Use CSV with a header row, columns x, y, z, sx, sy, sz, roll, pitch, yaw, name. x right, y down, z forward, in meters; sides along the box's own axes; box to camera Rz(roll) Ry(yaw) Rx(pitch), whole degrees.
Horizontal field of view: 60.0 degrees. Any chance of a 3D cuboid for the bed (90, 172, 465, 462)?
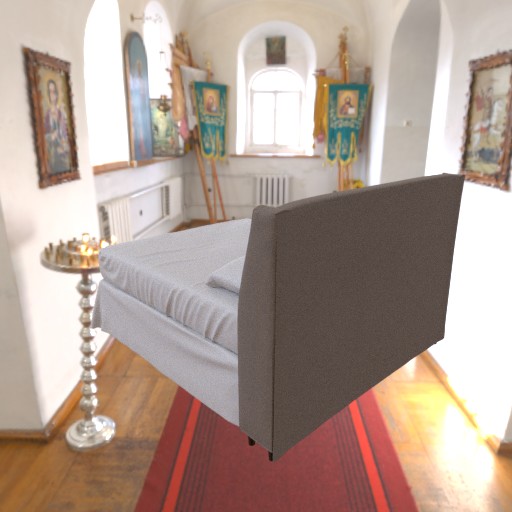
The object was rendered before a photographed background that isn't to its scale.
x,y,z,sx,sy,sz,roll,pitch,yaw,name
0.000,0.000,3.430,1.925,1.332,2.276,-16,23,-41,bed
